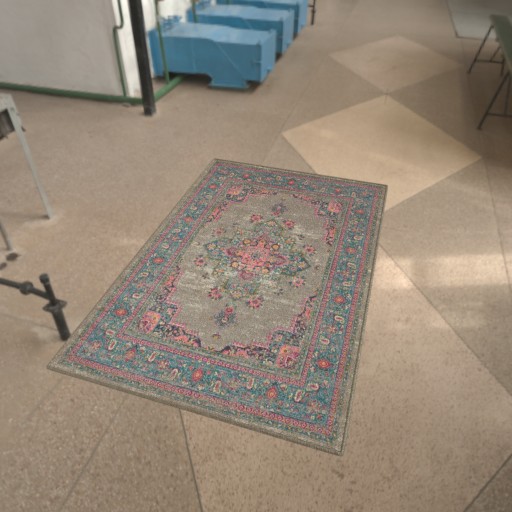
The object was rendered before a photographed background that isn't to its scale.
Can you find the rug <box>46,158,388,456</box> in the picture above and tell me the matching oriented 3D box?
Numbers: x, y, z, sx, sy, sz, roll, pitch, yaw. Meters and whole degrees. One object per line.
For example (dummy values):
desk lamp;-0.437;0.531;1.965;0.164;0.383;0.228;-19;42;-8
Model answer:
rug;0.000;0.000;2.199;1.144;0.014;1.748;12;42;13
